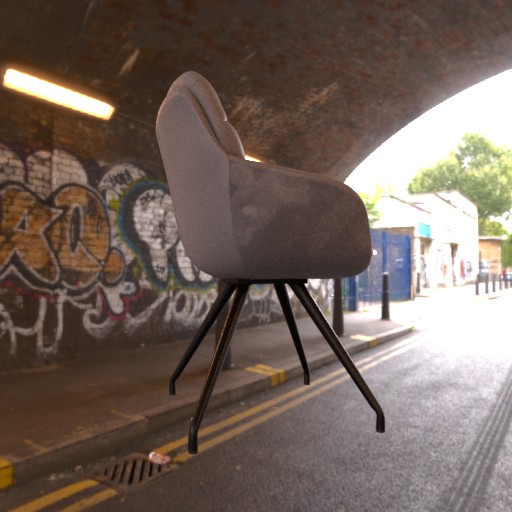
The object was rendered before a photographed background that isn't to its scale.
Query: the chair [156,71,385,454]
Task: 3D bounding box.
[{"bbox_3d":[0.000,0.000,1.282,0.569,0.888,0.579,1,-2,-16],"label":"chair"}]
